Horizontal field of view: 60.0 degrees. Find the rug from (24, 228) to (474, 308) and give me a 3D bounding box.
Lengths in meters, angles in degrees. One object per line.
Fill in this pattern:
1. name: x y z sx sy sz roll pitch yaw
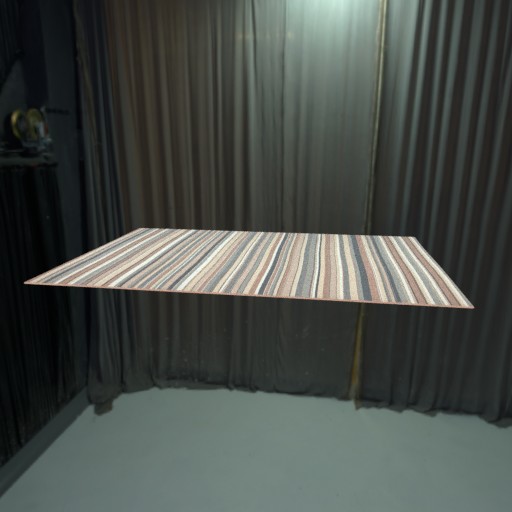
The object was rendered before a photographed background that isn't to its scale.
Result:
1. rug: 0.000 0.000 2.350 1.829 0.008 1.219 2 15 9
